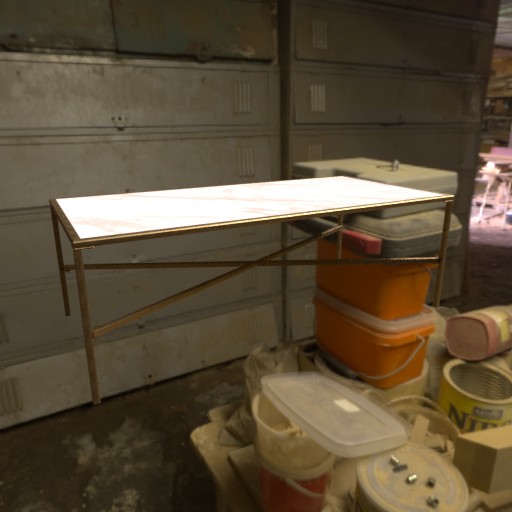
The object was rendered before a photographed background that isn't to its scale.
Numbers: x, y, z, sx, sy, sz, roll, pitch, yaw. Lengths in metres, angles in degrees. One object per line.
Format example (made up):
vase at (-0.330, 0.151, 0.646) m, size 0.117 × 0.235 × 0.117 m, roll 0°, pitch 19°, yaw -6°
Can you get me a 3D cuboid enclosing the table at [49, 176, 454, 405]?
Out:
table at (0.000, 0.000, 1.511) m, size 1.197 × 0.405 × 0.577 m, roll -9°, pitch 20°, yaw -27°
